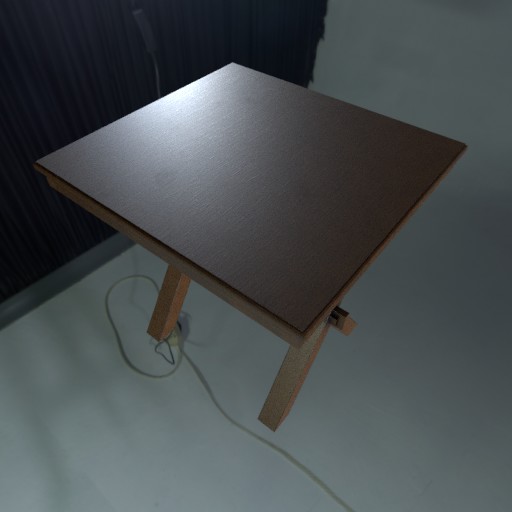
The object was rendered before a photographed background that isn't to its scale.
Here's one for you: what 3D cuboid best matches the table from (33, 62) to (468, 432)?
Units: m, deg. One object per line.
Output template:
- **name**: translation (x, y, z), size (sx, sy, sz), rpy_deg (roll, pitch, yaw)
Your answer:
- **table**: translation (0.000, 0.000, 1.034), size (0.602, 0.562, 0.560), rpy_deg (30, 53, 26)
